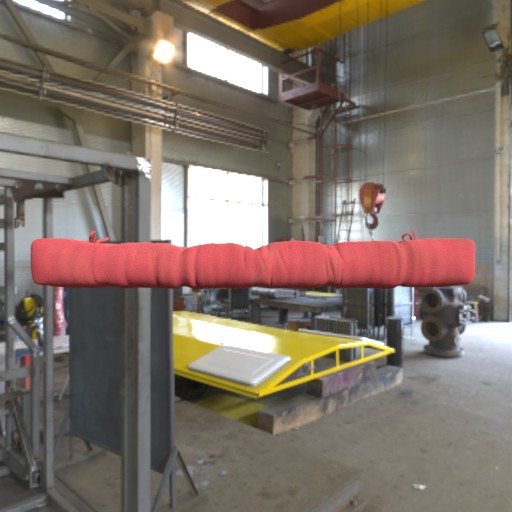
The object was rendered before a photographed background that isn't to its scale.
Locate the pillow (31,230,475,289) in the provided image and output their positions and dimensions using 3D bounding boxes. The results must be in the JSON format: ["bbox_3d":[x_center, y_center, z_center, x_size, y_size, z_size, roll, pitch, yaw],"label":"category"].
[{"bbox_3d":[0.000,0.000,1.349,1.194,0.174,0.511,0,1,-1],"label":"pillow"}]
